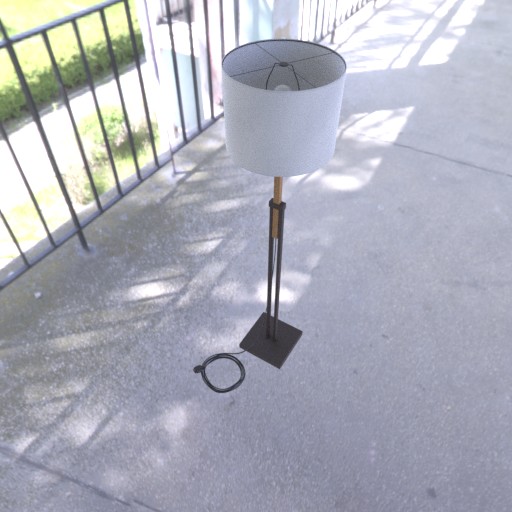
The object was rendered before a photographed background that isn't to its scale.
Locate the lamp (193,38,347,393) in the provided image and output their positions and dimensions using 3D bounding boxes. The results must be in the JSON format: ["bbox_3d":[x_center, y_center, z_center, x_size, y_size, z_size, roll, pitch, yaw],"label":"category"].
[{"bbox_3d":[0.000,0.000,1.980,0.474,1.650,0.639,24,51,21],"label":"lamp"}]
